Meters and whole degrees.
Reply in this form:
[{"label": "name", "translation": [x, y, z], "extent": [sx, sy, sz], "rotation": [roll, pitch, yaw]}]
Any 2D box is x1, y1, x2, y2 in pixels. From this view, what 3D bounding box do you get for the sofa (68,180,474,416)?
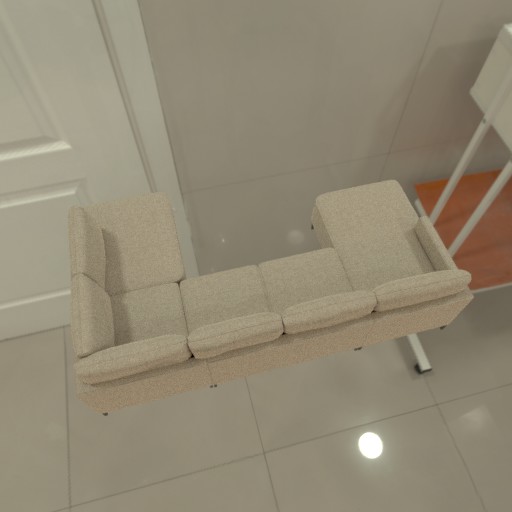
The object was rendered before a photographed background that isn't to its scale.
[{"label": "sofa", "translation": [0.000, 0.000, 4.285], "extent": [3.423, 0.996, 2.021], "rotation": [-12, 59, -8]}]
